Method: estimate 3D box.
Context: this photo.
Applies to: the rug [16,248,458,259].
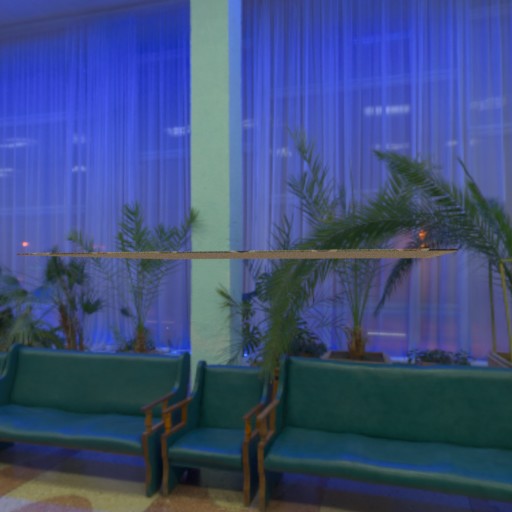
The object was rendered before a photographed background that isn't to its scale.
[{"bbox_3d":[0.000,0.000,4.146,3.200,0.013,2.439,0,-1,18],"label":"rug"}]
